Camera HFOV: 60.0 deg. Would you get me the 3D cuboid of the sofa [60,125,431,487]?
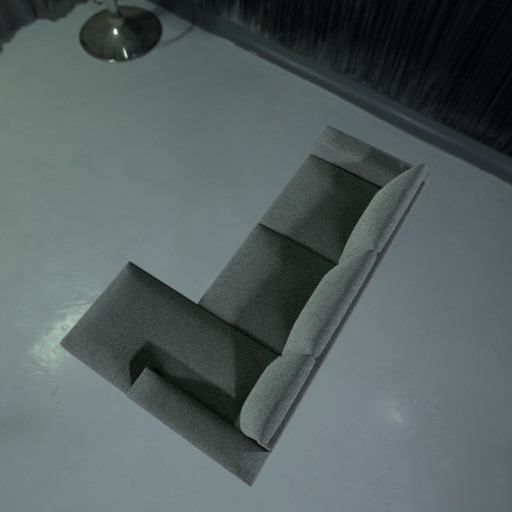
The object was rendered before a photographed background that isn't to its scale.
[{"bbox_3d":[0.000,0.000,3.457,1.689,0.940,2.718,30,68,14],"label":"sofa"}]
